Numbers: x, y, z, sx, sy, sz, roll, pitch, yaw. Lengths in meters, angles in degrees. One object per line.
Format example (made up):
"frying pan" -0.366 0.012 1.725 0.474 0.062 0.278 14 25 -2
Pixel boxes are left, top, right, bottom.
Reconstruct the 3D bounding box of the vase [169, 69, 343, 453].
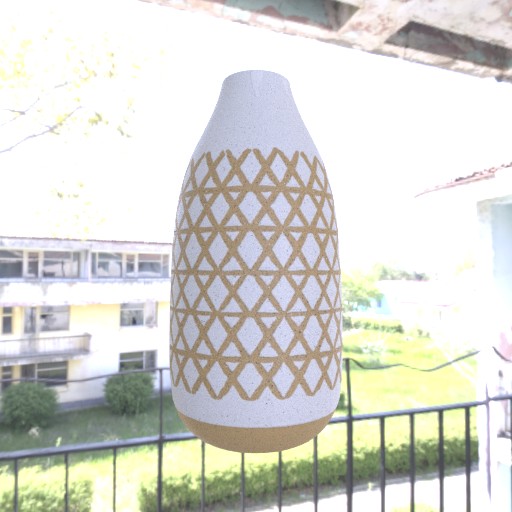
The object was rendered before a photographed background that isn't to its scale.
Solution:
"vase" 0.000 0.000 0.485 0.186 0.380 0.186 0 -1 0
